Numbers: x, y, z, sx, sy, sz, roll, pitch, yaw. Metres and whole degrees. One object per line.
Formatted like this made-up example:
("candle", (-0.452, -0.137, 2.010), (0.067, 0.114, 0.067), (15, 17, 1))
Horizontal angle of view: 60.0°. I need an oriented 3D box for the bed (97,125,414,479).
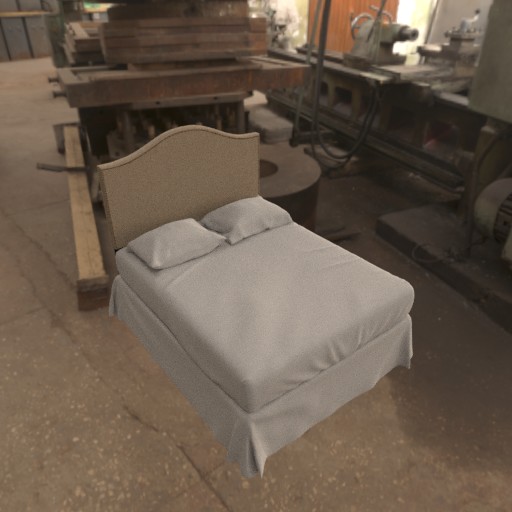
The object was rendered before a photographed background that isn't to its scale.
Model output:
("bed", (0.000, 0.000, 3.539), (1.876, 1.645, 2.221), (-22, 37, -32))
